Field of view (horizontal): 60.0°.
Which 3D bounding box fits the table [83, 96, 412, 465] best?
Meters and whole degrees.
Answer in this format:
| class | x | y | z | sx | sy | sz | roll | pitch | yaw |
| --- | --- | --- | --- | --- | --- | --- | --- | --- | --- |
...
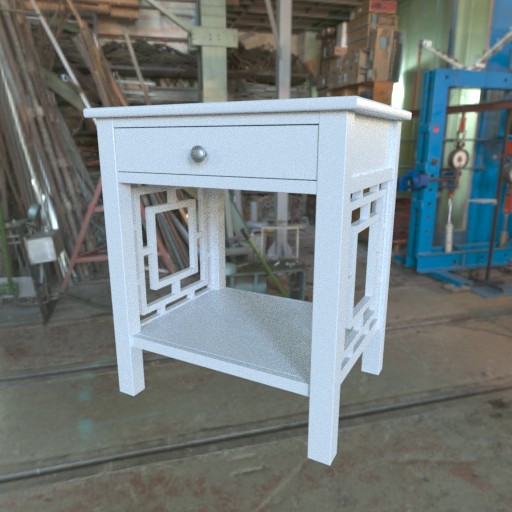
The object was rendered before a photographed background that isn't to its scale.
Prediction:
| class | x | y | z | sx | sy | sz | roll | pitch | yaw |
| --- | --- | --- | --- | --- | --- | --- | --- | --- | --- |
| table | 0.000 | 0.000 | 1.030 | 0.564 | 0.646 | 0.451 | 8 | 17 | 27 |
